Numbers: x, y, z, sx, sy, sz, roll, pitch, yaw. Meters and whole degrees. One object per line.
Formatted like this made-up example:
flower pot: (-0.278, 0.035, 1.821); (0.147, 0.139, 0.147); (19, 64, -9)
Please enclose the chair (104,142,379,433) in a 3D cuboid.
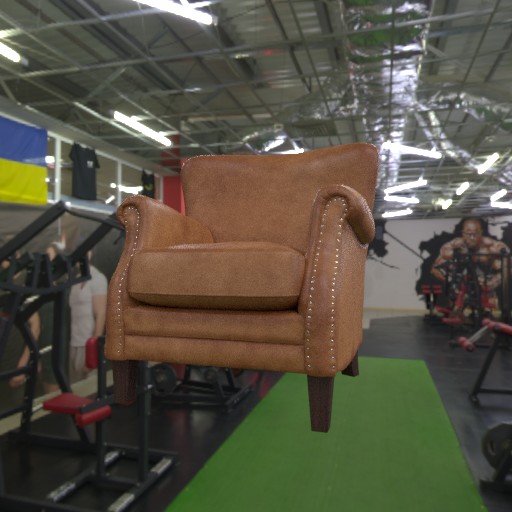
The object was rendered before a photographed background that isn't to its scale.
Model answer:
chair: (0.000, 0.000, 1.643); (0.861, 0.936, 0.921); (0, -1, 18)
